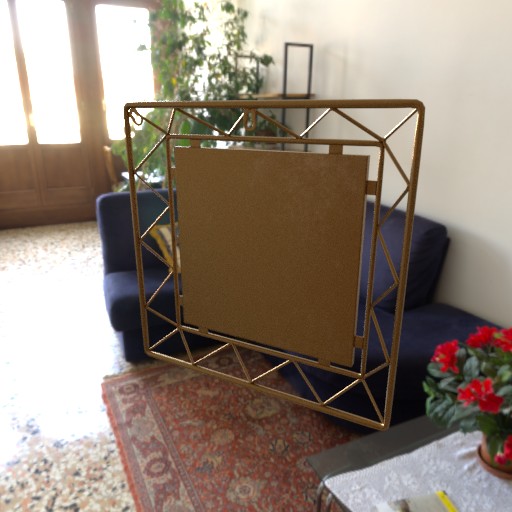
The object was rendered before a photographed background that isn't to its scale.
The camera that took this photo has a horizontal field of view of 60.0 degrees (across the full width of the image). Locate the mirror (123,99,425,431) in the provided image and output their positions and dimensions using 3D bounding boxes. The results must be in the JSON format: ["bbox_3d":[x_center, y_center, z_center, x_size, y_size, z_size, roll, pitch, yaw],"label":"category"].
[{"bbox_3d":[0.000,0.000,0.625,0.416,0.414,0.046,10,21,27],"label":"mirror"}]
